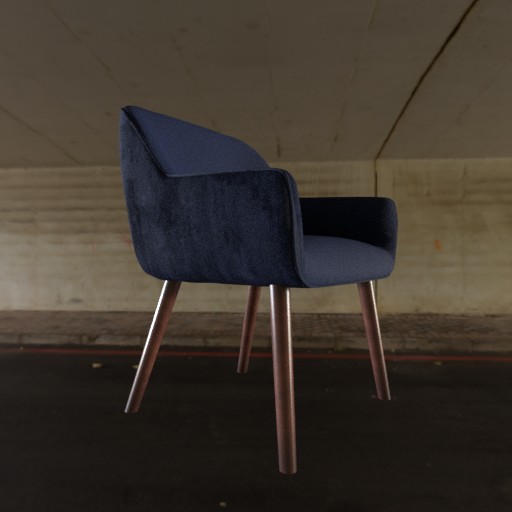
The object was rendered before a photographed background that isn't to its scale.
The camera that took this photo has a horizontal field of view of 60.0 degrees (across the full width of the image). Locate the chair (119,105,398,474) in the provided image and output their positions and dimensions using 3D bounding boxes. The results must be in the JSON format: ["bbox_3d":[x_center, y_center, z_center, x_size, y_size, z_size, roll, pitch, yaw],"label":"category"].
[{"bbox_3d":[0.000,0.000,1.220,0.600,0.820,0.600,0,1,37],"label":"chair"}]
